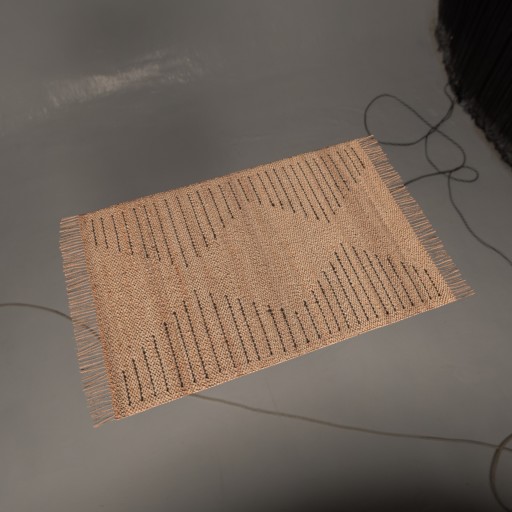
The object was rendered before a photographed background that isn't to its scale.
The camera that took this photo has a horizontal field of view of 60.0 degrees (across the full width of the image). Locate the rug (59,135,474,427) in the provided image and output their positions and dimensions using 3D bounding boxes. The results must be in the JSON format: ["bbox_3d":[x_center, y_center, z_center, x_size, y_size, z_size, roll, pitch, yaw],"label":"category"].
[{"bbox_3d":[0.000,0.000,2.495,2.085,0.027,1.224,-17,62,-9],"label":"rug"}]
